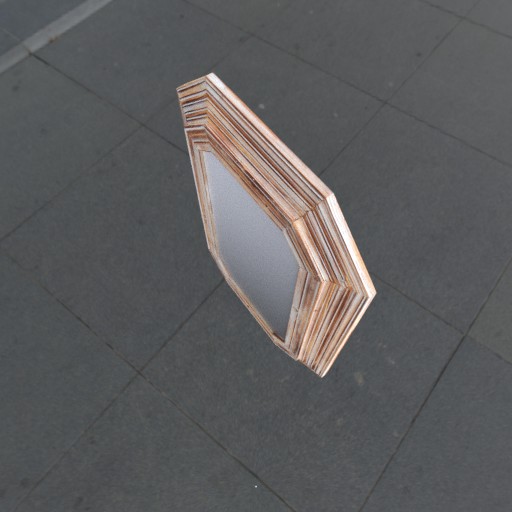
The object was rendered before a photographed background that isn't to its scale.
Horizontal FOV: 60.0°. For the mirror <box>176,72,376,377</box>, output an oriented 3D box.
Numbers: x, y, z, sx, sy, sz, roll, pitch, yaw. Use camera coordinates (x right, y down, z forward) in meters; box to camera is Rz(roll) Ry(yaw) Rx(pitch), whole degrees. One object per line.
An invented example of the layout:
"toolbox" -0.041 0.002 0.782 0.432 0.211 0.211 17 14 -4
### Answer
"mirror" 0.000 0.000 1.306 0.061 1.015 0.709 -33 67 -16
